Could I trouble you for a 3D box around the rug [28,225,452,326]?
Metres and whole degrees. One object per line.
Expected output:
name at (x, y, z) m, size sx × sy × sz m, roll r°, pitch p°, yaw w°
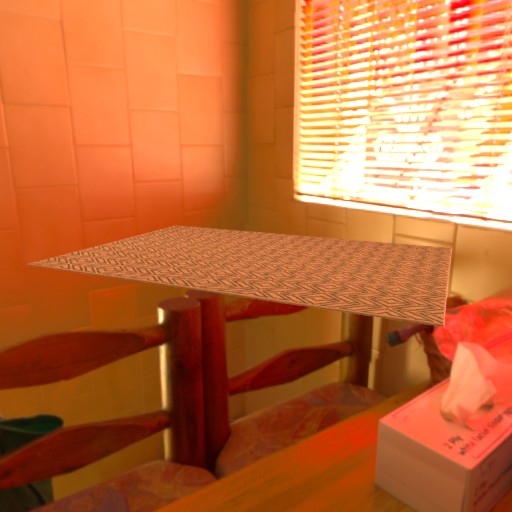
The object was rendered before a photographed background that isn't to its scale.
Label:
rug at (0.000, 0.000, 2.275) m, size 1.828 × 0.007 × 1.220 m, roll 6°, pitch 15°, yaw 24°
